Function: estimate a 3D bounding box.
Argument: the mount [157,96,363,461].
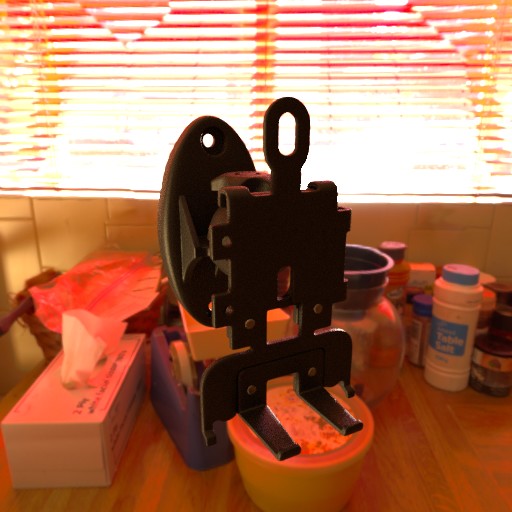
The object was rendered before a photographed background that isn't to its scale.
[{"bbox_3d":[0.000,0.000,0.177,0.066,0.118,0.100,-9,19,-26],"label":"mount"}]
